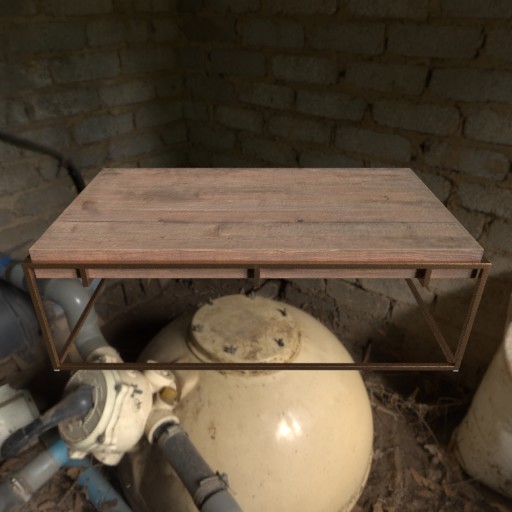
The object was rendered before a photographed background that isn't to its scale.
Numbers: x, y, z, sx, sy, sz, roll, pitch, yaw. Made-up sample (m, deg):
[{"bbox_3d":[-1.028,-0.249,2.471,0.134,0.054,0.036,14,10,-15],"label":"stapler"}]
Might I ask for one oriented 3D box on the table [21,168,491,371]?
[{"bbox_3d":[0.000,0.000,1.739,1.387,0.468,0.775,0,30,0],"label":"table"}]
